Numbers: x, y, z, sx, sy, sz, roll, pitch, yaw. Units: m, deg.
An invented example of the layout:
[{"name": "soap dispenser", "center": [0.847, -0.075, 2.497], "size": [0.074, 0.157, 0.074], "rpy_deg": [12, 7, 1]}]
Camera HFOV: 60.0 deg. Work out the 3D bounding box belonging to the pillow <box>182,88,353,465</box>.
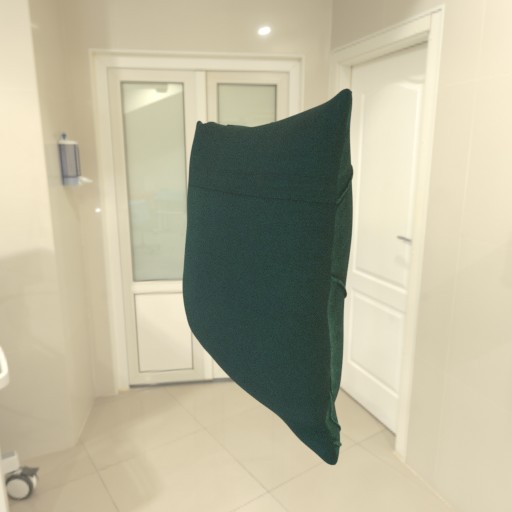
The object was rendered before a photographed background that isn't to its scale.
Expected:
[{"name": "pillow", "center": [0.000, 0.000, 0.684], "size": [0.184, 0.440, 0.439], "rpy_deg": [-7, 15, -28]}]
